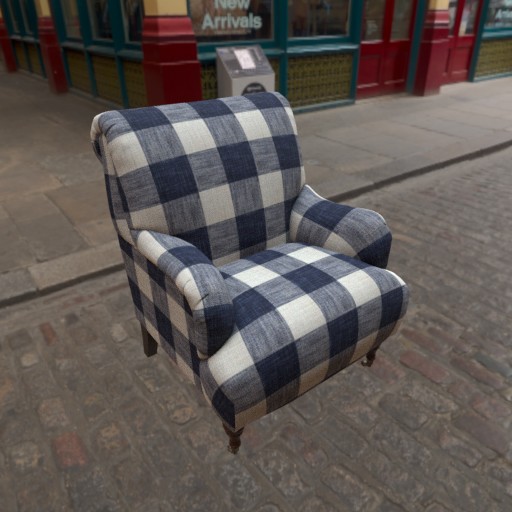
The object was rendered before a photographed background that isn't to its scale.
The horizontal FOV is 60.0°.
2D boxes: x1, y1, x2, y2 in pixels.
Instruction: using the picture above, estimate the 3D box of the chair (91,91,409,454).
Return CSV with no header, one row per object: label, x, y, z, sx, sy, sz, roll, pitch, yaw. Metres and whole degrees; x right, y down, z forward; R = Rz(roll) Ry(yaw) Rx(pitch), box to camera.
chair,0.000,0.000,1.552,0.781,0.953,0.848,-20,35,-32
